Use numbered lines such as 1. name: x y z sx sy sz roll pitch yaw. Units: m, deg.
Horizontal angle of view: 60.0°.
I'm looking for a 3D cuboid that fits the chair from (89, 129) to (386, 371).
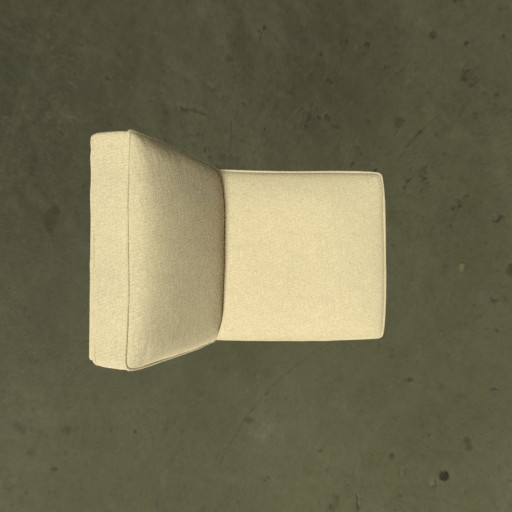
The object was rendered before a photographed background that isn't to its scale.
1. chair: 0.000 0.000 1.564 0.938 0.970 0.621 0 88 -1
